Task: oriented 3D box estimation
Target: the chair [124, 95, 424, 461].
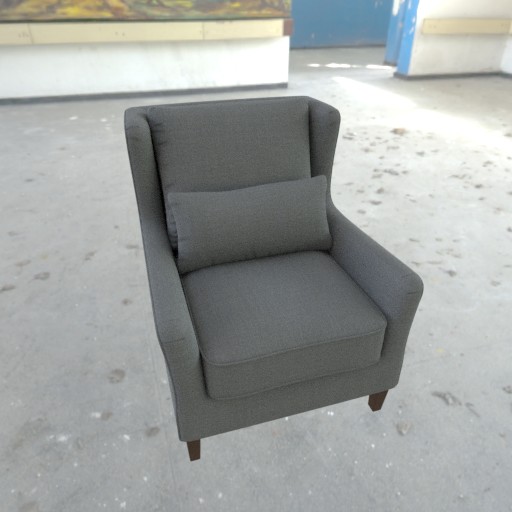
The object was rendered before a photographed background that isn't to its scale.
[{"bbox_3d":[0.000,0.000,1.765,0.866,1.056,1.040,-9,32,-15],"label":"chair"}]
